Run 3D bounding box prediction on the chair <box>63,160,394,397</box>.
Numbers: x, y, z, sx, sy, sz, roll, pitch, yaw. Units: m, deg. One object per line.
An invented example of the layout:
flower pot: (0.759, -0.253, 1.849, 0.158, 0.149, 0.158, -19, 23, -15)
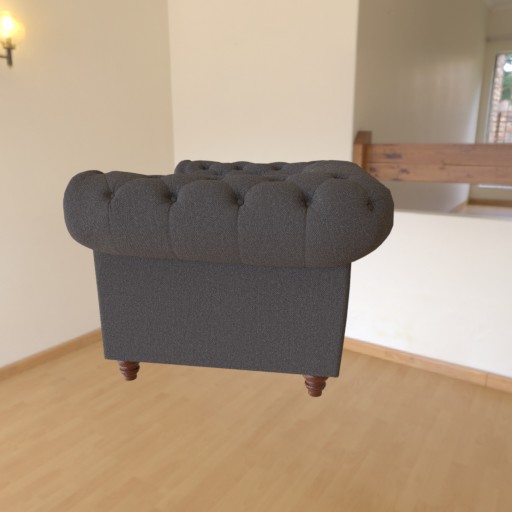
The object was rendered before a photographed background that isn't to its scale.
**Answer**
chair: (0.000, 0.000, 1.882, 0.976, 0.770, 1.270, 2, 15, 9)
